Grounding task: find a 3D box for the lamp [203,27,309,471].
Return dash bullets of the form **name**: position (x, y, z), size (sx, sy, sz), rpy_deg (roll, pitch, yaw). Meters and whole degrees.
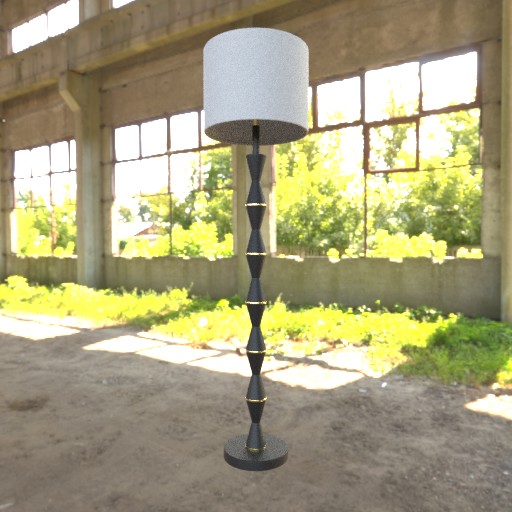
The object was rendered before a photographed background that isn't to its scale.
- **lamp**: position (0.000, 0.000, 1.632), size (0.381, 1.480, 0.381), rpy_deg (0, 1, -1)
